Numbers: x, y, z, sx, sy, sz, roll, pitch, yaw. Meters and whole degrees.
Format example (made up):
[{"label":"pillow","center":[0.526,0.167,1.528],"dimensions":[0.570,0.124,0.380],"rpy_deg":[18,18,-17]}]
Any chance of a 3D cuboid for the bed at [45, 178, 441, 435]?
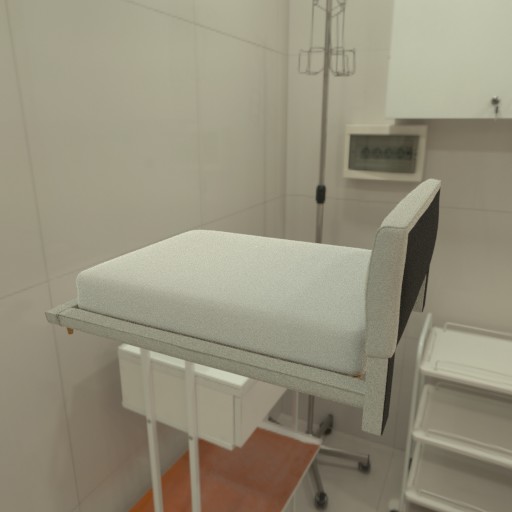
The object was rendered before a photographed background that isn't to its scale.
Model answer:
[{"label":"bed","center":[0.000,0.000,3.265],"dimensions":[2.368,1.067,1.840],"rpy_deg":[8,19,25]}]
